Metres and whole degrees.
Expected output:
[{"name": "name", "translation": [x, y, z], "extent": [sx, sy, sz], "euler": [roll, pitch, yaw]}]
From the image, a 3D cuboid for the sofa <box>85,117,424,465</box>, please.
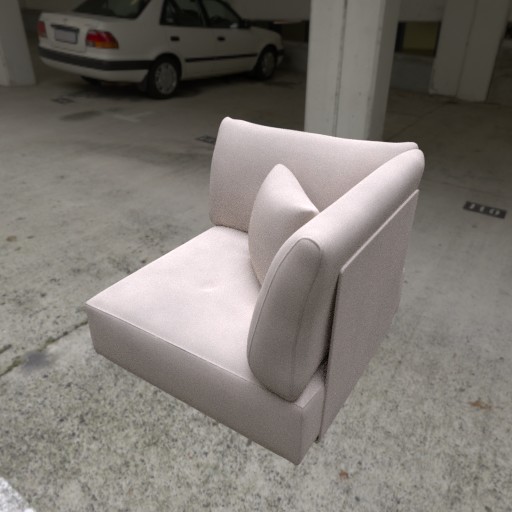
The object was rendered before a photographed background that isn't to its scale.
[{"name": "sofa", "translation": [0.000, 0.000, 1.757], "extent": [1.000, 0.820, 1.000], "euler": [18, 33, 29]}]
